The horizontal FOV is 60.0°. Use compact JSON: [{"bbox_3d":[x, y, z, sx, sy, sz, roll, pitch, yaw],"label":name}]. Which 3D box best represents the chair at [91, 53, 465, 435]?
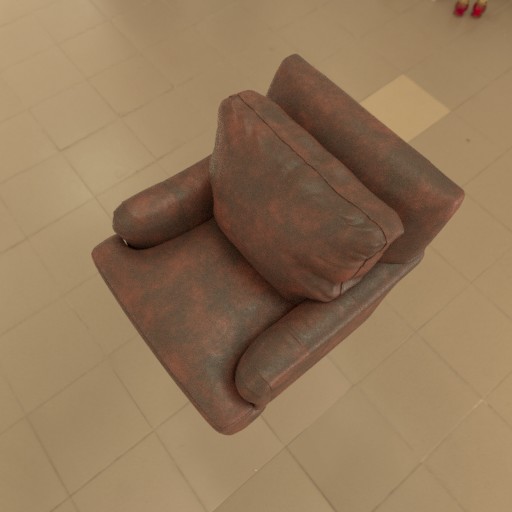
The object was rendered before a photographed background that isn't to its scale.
[{"bbox_3d":[0.000,0.000,1.911,1.156,1.051,0.987,-36,69,-16],"label":"chair"}]
